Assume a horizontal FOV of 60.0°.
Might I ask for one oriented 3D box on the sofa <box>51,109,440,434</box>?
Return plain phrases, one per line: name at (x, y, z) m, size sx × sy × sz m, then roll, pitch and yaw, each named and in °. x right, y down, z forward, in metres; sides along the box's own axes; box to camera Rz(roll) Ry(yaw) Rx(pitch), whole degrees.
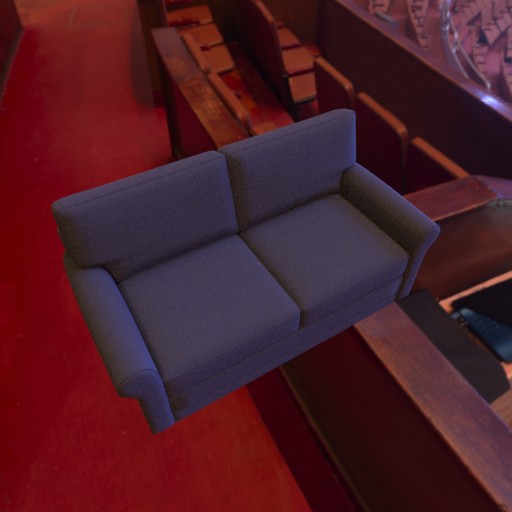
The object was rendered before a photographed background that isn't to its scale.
sofa at (0.000, 0.000, 2.535) m, size 1.930 × 1.020 × 0.940 m, roll -24°, pitch 50°, yaw -21°
